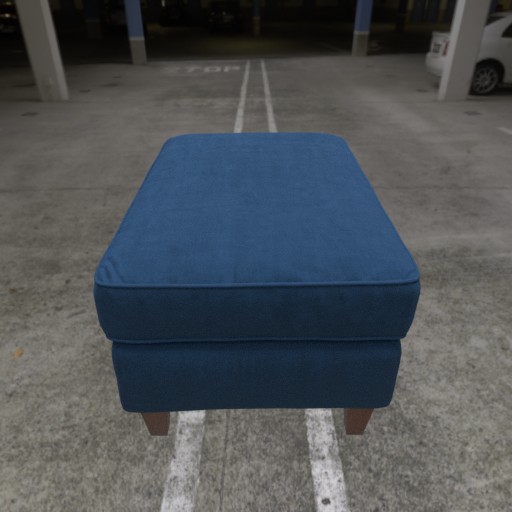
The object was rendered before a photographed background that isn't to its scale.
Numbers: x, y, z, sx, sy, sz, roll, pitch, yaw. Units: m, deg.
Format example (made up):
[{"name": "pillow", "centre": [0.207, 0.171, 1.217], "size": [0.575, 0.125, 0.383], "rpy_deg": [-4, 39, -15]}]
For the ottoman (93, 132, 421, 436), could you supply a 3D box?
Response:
[{"name": "ottoman", "centre": [0.000, 0.000, 1.200], "size": [0.583, 0.484, 0.862], "rpy_deg": [0, 32, 0]}]
